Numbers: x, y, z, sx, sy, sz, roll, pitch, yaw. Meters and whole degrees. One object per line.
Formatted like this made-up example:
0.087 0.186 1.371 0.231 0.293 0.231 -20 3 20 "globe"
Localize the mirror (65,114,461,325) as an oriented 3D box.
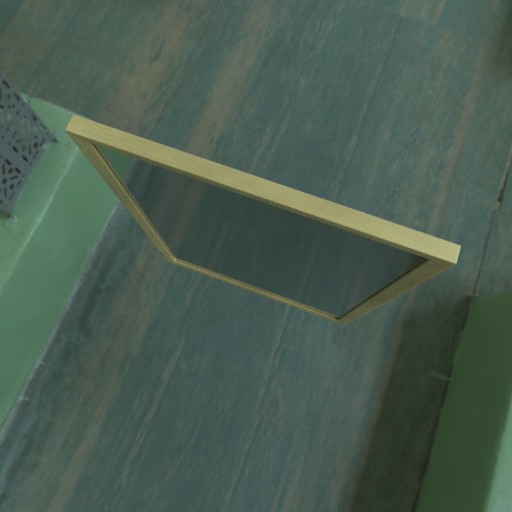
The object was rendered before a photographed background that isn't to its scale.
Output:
0.000 0.000 1.306 0.762 1.016 0.040 20 76 5 "mirror"
